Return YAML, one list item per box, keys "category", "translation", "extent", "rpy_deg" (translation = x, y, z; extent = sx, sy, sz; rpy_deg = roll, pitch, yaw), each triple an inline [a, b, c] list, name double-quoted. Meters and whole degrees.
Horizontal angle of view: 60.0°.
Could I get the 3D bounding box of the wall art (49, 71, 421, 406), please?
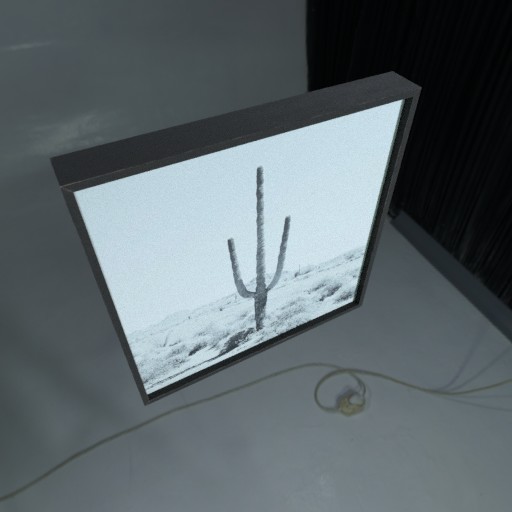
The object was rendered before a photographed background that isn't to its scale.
- category: "wall art"
  translation: [0.000, 0.000, 0.454]
  extent: [0.305, 0.305, 0.038]
  rpy_deg: [-21, 49, -19]
